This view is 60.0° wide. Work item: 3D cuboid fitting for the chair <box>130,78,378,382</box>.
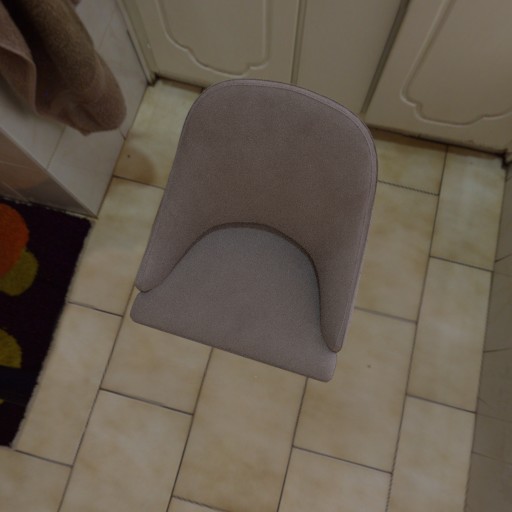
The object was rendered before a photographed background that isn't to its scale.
[{"bbox_3d":[0.000,0.000,1.321,0.643,0.889,0.575,17,75,4],"label":"chair"}]
